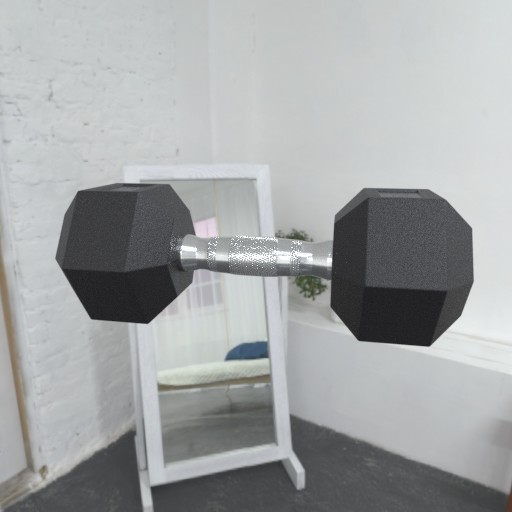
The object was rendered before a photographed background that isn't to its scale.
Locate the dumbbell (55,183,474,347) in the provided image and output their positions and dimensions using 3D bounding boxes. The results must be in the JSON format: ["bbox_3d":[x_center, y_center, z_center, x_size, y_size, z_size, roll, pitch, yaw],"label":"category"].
[{"bbox_3d":[0.000,0.000,0.412,0.356,0.123,0.141,3,15,10],"label":"dumbbell"}]
